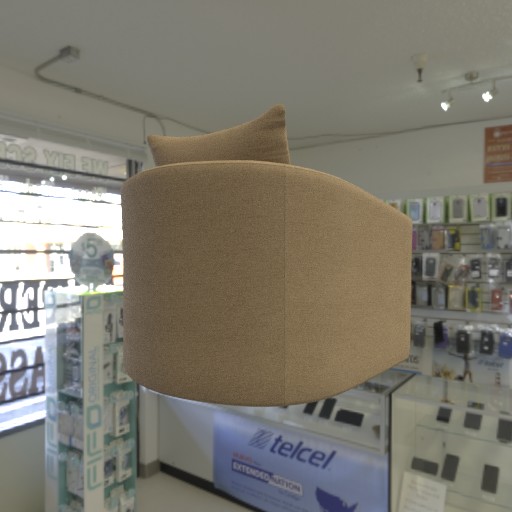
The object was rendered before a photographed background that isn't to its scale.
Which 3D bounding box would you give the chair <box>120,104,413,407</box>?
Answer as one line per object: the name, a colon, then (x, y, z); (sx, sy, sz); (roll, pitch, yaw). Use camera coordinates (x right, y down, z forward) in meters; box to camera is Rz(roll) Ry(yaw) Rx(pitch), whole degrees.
chair: (0.000, 0.000, 1.599); (0.845, 0.848, 0.910); (0, 0, 38)
